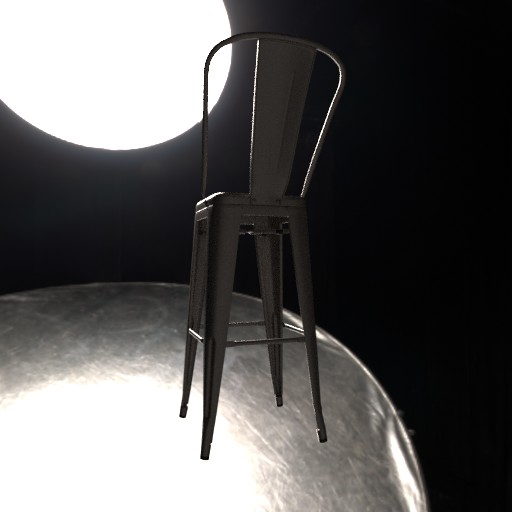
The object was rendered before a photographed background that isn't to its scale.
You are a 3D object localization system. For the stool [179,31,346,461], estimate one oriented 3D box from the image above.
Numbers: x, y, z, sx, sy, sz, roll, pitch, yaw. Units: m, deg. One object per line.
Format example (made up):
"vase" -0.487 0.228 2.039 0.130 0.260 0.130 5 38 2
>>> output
"stool" 0.000 0.000 1.334 0.399 1.096 0.513 0 0 -19
